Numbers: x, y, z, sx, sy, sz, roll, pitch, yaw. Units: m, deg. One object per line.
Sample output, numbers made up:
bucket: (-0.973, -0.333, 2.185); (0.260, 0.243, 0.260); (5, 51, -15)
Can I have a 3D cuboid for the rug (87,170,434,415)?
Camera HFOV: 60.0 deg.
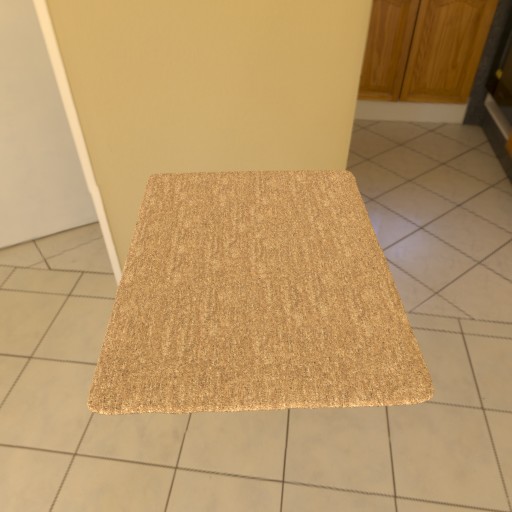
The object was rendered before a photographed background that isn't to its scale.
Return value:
rug: (0.000, 0.000, 3.820); (2.242, 0.050, 2.873); (-1, 41, -2)
